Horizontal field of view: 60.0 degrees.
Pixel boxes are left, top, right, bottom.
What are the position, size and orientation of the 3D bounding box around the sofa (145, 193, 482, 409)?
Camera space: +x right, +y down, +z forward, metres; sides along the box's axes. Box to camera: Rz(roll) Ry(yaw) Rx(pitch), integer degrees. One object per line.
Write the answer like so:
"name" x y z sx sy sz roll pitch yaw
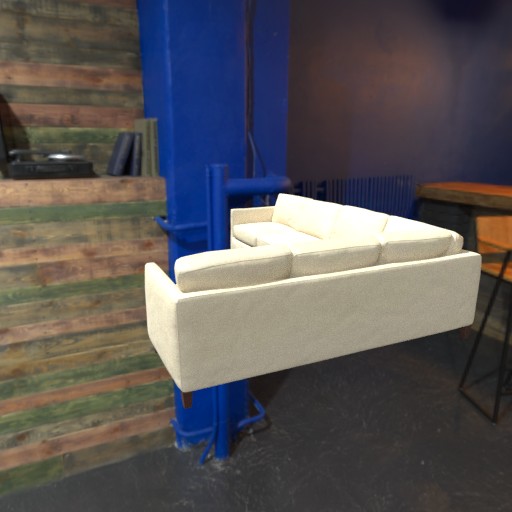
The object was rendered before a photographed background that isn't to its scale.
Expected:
"sofa" 0.000 0.000 4.562 2.593 0.947 3.302 -7 16 -24
